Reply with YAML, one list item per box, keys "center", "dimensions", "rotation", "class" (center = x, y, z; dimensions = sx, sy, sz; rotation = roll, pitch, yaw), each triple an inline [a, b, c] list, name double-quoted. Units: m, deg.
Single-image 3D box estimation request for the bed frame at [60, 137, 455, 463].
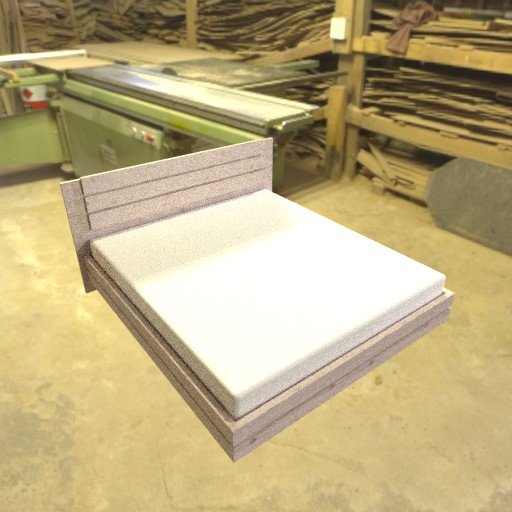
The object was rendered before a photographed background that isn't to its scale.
- center: [0.000, 0.000, 3.206]
  dimensions: [1.950, 0.970, 2.080]
  rotation: [-21, 36, -32]
  class: "bed frame"
